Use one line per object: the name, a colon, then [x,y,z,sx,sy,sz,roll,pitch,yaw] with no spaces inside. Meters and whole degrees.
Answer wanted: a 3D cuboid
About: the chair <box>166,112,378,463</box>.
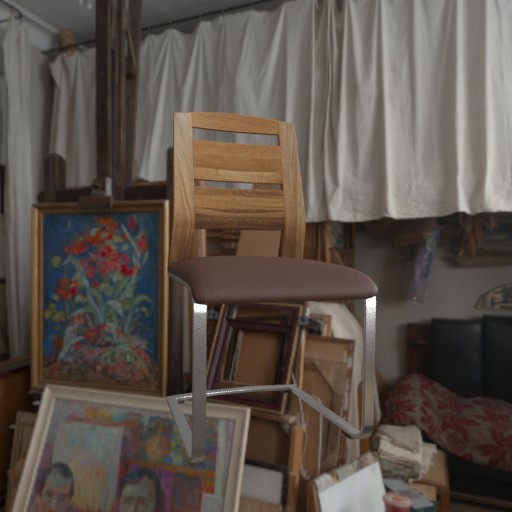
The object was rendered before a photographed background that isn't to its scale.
chair: [0.000,0.000,1.283,0.460,0.970,0.570,0,0,-18]
